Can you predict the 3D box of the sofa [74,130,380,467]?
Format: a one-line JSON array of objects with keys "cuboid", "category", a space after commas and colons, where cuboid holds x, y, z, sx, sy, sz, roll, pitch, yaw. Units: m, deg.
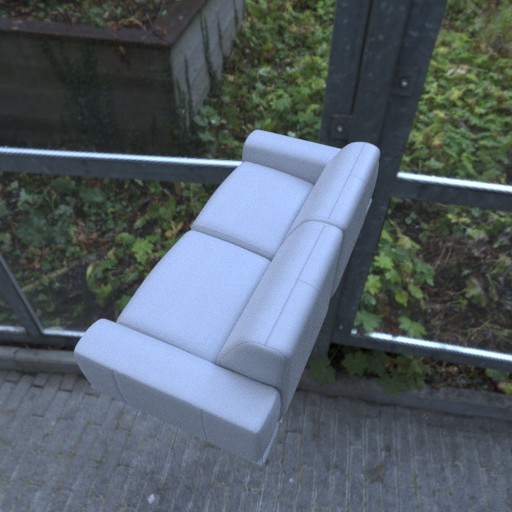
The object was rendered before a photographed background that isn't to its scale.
[{"cuboid": [0.000, 0.000, 2.413, 0.900, 0.772, 1.901, 18, 49, 16], "category": "sofa"}]
